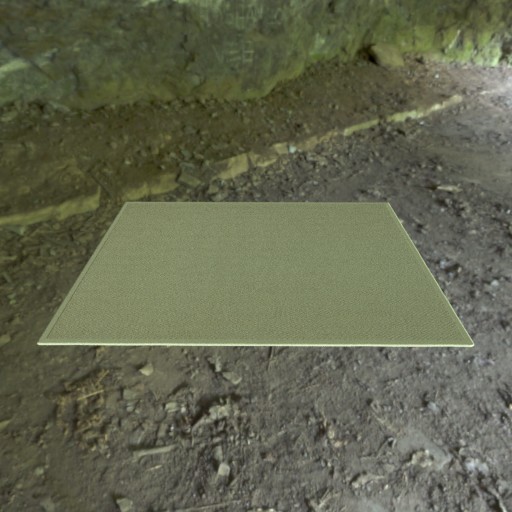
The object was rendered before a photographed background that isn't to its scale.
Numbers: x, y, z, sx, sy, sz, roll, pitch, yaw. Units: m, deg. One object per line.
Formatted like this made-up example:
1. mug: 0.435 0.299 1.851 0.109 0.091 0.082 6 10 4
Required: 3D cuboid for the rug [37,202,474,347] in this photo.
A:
1. rug: 0.000 0.000 4.101 3.051 0.020 2.407 0 31 0
